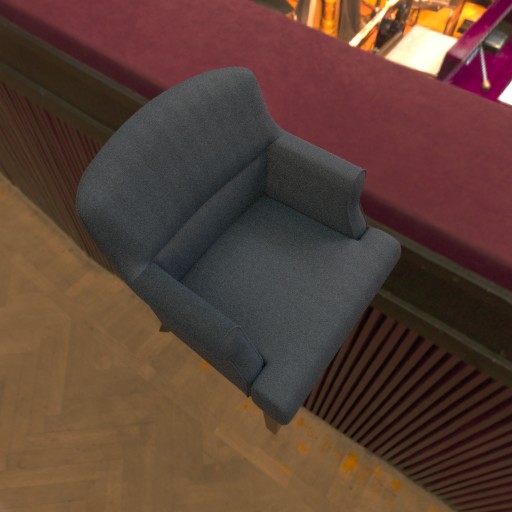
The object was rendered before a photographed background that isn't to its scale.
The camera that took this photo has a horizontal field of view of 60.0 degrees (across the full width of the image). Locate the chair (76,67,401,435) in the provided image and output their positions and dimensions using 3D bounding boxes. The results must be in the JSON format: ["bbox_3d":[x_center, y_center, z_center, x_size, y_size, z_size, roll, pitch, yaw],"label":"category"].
[{"bbox_3d":[0.000,0.000,1.455,0.754,0.878,0.770,32,63,19],"label":"chair"}]
